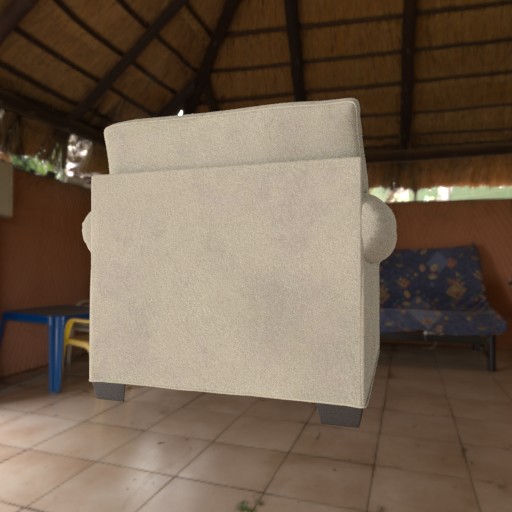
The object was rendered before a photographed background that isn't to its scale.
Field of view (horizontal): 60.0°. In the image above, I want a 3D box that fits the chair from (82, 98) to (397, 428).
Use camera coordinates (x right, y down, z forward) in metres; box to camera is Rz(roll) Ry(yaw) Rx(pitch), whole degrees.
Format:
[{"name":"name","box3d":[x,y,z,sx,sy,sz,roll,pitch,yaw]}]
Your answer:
[{"name":"chair","box3d":[0.000,0.000,1.894,1.147,1.044,0.939,0,-1,18]}]
